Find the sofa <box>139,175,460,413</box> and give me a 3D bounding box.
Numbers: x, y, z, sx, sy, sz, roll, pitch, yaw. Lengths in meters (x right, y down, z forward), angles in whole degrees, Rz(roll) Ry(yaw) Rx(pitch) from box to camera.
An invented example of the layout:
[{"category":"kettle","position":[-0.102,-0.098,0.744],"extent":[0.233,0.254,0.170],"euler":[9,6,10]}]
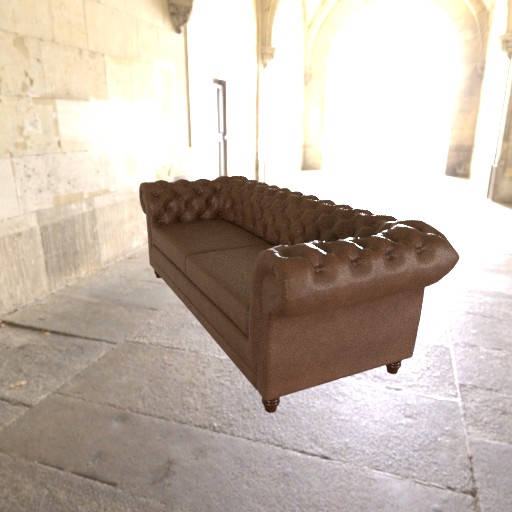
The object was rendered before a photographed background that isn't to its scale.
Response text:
[{"category":"sofa","position":[0.000,0.000,2.810],"extent":[0.944,0.783,2.385],"euler":[-8,19,-25]}]
